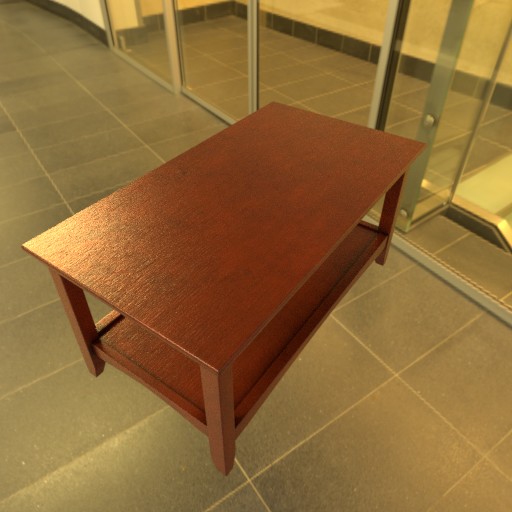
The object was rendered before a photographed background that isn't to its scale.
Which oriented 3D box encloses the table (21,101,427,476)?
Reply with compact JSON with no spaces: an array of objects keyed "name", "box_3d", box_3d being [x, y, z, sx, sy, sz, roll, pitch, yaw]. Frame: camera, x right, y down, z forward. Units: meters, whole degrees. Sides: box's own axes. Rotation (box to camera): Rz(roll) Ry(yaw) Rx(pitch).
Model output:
[{"name":"table","box_3d":[0.000,0.000,1.243,0.533,0.456,0.943,25,47,26]}]
